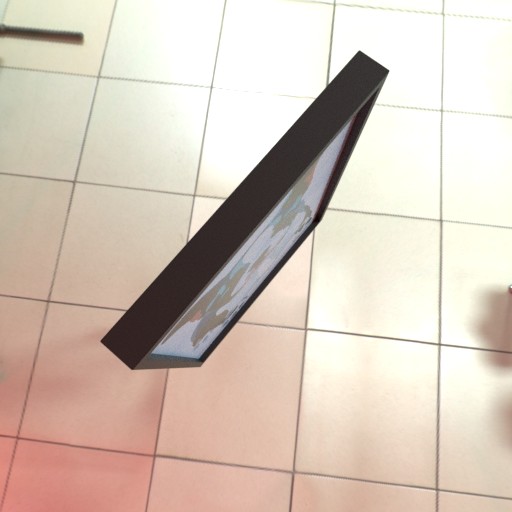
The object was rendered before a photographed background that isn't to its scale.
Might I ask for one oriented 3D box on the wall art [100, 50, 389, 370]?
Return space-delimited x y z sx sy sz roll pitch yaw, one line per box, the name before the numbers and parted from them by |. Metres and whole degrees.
wall art | 0.000 0.000 0.502 0.030 0.369 0.294 39 79 9
